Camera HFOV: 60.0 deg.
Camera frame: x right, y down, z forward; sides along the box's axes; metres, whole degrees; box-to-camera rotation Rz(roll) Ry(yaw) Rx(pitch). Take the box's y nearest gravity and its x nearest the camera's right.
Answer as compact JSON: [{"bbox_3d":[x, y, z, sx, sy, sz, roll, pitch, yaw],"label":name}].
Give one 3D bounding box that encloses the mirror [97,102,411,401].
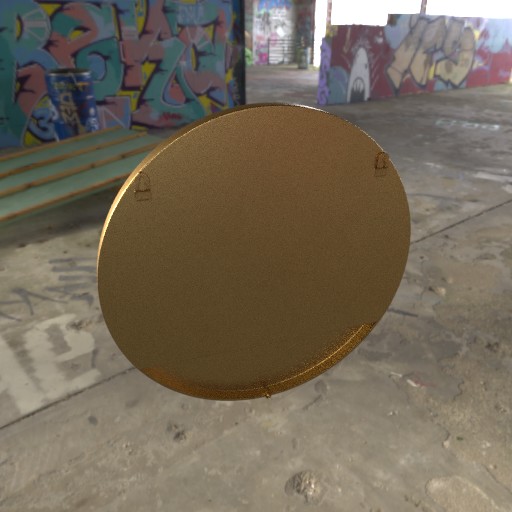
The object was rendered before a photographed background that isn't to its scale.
[{"bbox_3d":[0.000,0.000,0.677,0.457,0.457,0.133,-8,28,-16],"label":"mirror"}]
